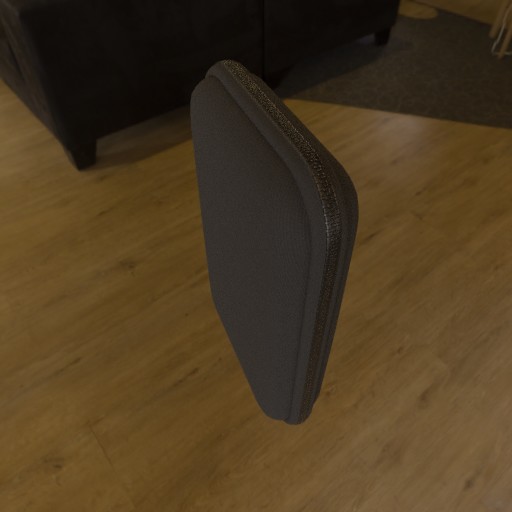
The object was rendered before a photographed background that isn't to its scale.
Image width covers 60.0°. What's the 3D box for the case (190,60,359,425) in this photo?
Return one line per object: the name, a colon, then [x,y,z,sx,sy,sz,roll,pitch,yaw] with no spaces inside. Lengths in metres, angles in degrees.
case: [0.000,0.000,0.190,0.030,0.147,0.107,-17,49,-15]
